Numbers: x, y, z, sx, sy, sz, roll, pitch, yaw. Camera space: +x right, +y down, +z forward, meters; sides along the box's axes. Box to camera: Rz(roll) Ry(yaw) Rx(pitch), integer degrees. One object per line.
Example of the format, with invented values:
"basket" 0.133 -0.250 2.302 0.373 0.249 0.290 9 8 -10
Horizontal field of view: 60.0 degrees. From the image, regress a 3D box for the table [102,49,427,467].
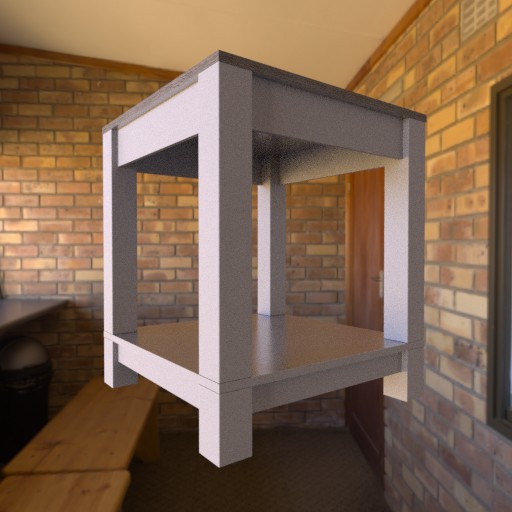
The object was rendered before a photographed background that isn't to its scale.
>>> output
"table" 0.000 0.000 0.975 0.506 0.587 0.504 -1 1 -37
